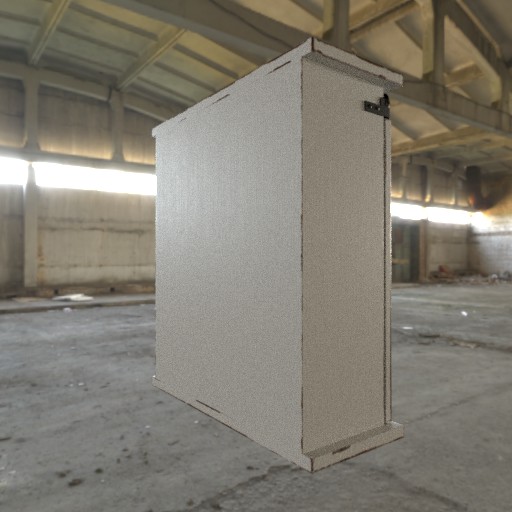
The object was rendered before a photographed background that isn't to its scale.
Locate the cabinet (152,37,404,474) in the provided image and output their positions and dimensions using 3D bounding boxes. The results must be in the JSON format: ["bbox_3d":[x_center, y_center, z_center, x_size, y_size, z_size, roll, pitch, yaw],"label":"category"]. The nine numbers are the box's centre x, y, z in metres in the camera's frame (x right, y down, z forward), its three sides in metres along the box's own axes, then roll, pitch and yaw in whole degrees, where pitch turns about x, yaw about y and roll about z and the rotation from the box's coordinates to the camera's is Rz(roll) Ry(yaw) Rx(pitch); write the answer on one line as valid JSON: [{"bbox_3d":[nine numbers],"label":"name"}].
[{"bbox_3d":[0.000,0.000,0.890,0.210,0.603,0.541,0,-1,-37],"label":"cabinet"}]
